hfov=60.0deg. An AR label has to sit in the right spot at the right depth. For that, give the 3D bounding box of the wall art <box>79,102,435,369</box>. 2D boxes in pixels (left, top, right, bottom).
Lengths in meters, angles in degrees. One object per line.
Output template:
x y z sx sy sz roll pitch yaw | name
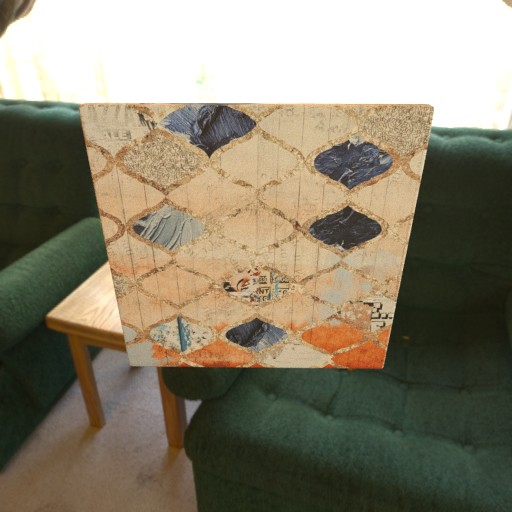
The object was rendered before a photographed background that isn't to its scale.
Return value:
0.000 0.000 1.380 0.912 0.914 0.039 0 31 1 | wall art
